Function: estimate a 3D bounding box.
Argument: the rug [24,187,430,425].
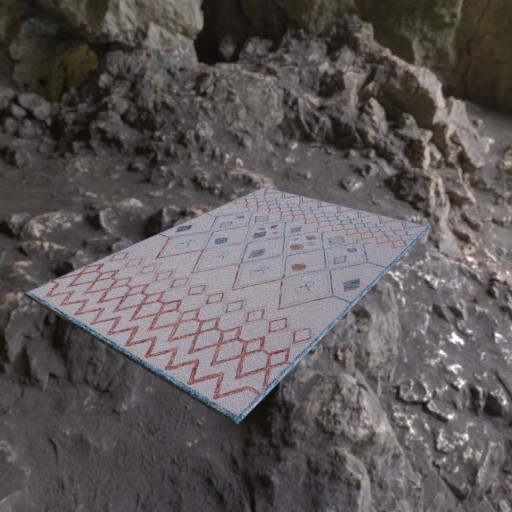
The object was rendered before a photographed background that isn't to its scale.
[{"bbox_3d":[0.000,0.000,2.301,1.219,0.016,1.829,19,33,32],"label":"rug"}]
